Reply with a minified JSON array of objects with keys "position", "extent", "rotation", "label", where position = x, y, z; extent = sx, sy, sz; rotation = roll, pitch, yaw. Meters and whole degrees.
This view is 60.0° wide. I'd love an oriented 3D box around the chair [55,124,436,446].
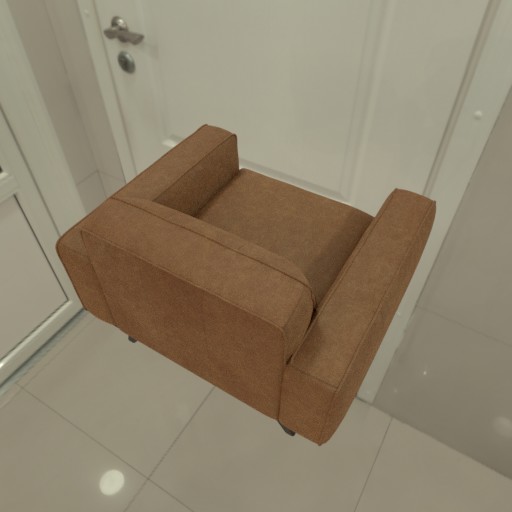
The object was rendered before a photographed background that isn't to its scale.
[{"position":[0.000,0.000,1.745],"extent":[1.118,0.782,0.952],"rotation":[24,52,21],"label":"chair"}]
